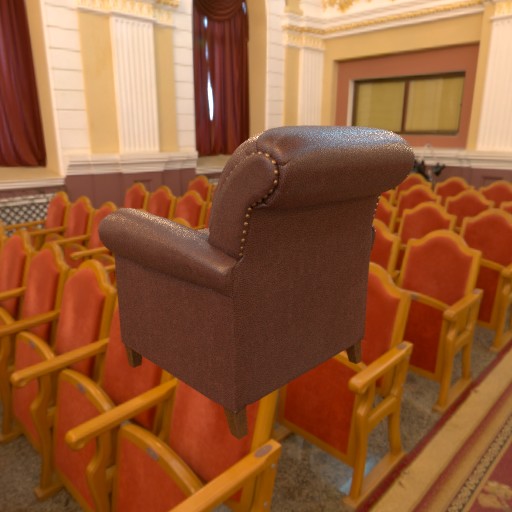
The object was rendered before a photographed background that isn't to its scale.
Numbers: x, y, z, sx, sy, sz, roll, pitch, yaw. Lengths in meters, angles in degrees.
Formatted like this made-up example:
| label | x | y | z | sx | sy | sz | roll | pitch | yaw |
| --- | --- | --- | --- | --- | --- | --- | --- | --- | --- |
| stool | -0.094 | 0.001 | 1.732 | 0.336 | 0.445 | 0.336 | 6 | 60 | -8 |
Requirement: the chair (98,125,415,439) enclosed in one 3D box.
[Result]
| label | x | y | z | sx | sy | sz | roll | pitch | yaw |
| --- | --- | --- | --- | --- | --- | --- | --- | --- | --- |
| chair | 0.000 | 0.000 | 1.655 | 0.854 | 0.927 | 0.890 | -15 | 21 | -43 |
